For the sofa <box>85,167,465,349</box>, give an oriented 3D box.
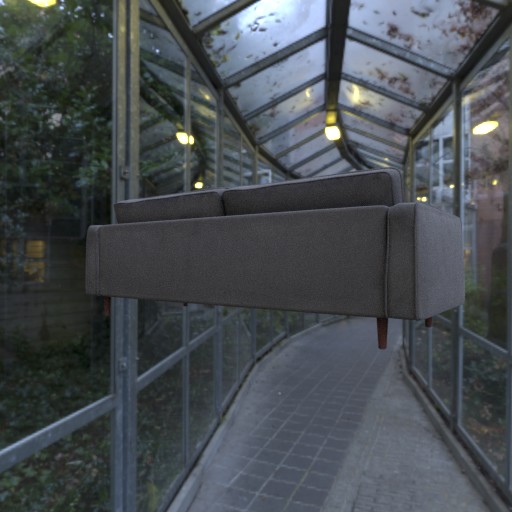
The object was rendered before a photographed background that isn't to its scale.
[{"bbox_3d":[0.000,0.000,2.775,2.295,0.813,0.923,0,0,36],"label":"sofa"}]
